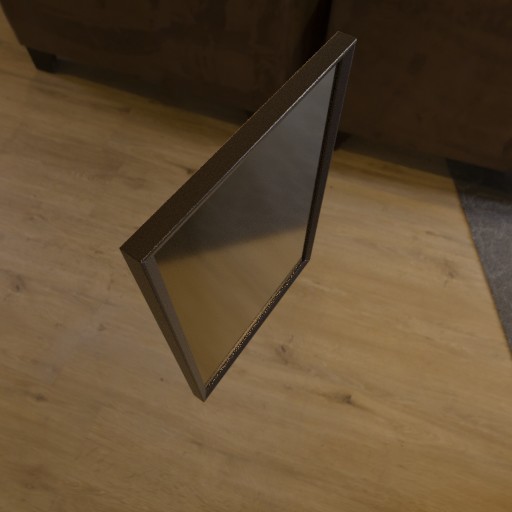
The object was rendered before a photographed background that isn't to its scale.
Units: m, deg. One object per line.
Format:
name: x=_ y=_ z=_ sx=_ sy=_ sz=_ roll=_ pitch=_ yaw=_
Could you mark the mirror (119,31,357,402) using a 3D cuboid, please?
mirror: x=0.000 y=0.000 z=0.917 sx=0.039 sy=0.710 sz=0.507 roll=31 pitch=64 yaw=17
